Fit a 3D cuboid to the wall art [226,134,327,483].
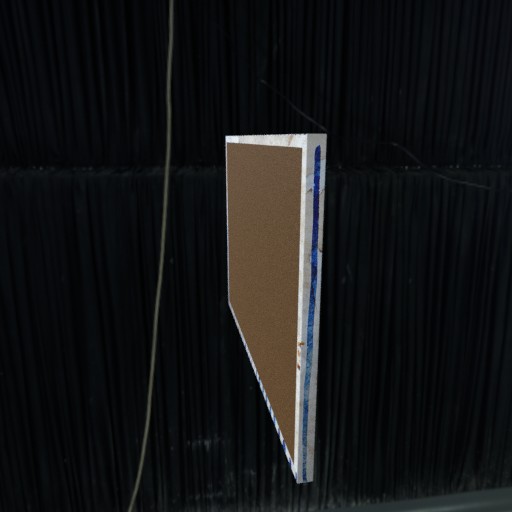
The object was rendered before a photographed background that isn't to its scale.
[{"bbox_3d":[0.000,0.000,1.160,0.030,0.609,0.919,-3,15,-11],"label":"wall art"}]
